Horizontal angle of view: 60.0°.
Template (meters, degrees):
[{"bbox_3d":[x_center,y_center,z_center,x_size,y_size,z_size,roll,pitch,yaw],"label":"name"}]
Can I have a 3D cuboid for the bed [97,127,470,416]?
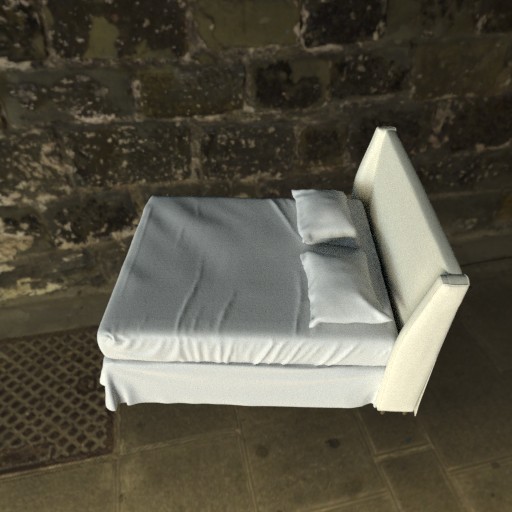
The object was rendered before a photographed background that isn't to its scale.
[{"bbox_3d":[0.000,0.000,3.420,2.276,1.332,1.925,1,40,1],"label":"bed"}]
